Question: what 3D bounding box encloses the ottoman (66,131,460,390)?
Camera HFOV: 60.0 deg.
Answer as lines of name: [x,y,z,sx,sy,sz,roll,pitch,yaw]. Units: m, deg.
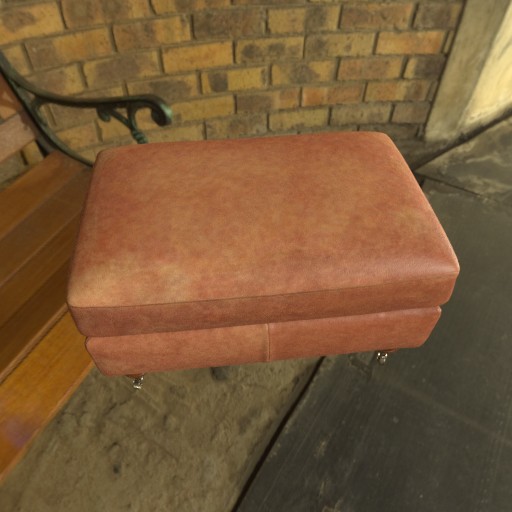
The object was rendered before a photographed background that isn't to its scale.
ottoman: [0.000,0.000,1.211,0.852,0.507,0.565,-5,48,-4]
